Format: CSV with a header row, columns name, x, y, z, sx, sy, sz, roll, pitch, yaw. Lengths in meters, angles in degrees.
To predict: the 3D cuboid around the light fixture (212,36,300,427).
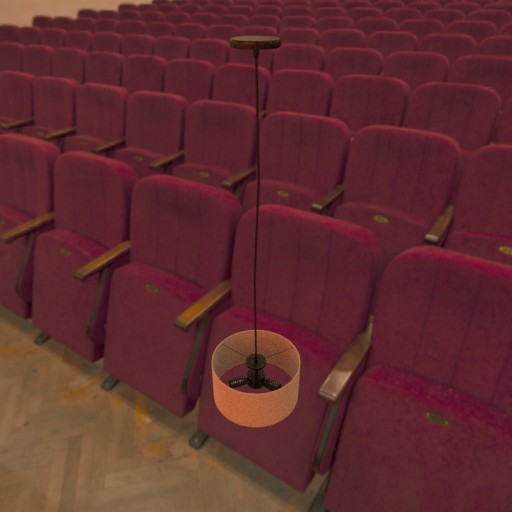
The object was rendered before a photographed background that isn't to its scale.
name,x,y,z,sx,sy,sz,roll,pitch,yaw
light fixture,0.000,0.000,1.712,0.399,1.516,0.399,0,32,0
